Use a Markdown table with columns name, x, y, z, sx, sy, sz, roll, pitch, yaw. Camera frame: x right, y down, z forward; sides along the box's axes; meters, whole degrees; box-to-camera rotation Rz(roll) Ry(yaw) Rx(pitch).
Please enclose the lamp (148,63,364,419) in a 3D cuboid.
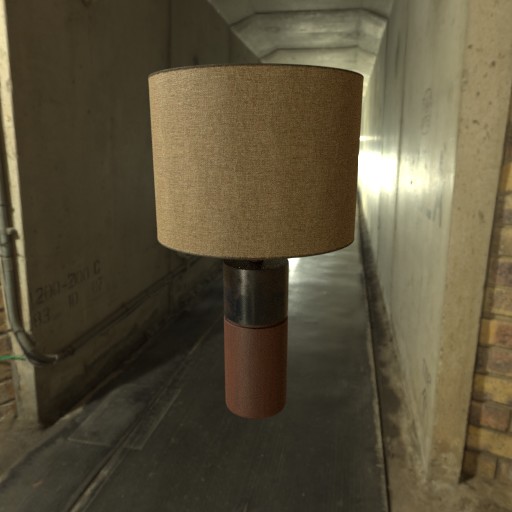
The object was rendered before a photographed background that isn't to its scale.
| name | x | y | z | sx | sy | sz | roll | pitch | yaw |
| --- | --- | --- | --- | --- | --- | --- | --- | --- | --- |
| lamp | 0.000 | 0.000 | 0.471 | 0.202 | 0.350 | 0.202 | 0 | 15 | 0 |
